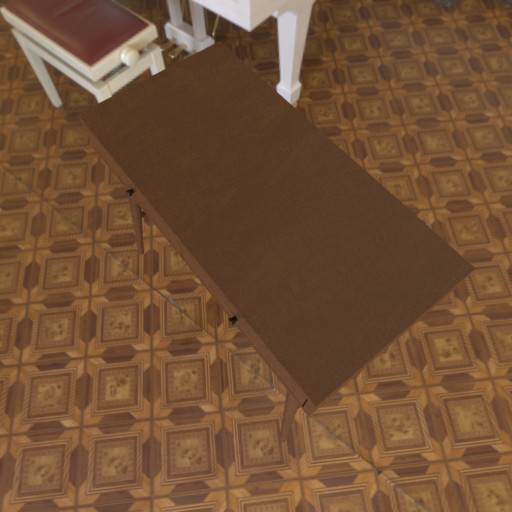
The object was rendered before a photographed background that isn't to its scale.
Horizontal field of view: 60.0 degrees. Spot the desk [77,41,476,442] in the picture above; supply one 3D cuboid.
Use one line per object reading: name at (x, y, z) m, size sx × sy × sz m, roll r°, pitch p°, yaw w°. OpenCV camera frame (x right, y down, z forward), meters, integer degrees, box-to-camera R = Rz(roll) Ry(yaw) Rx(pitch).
desk at (0.000, 0.000, 1.411) m, size 0.510 × 0.758 × 0.949 m, roll -35°, pitch 68°, yaw -16°
